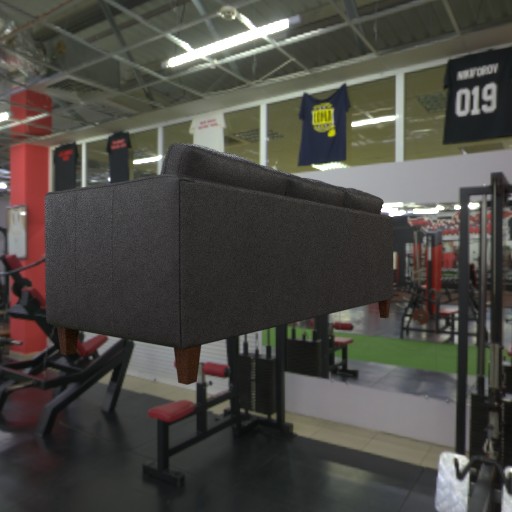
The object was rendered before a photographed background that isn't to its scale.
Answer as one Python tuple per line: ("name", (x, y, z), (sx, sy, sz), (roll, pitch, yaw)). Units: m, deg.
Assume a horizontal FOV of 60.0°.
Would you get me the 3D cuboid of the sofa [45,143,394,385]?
("sofa", (0.000, 0.000, 2.967), (1.045, 1.006, 2.464), (0, 0, 36))
